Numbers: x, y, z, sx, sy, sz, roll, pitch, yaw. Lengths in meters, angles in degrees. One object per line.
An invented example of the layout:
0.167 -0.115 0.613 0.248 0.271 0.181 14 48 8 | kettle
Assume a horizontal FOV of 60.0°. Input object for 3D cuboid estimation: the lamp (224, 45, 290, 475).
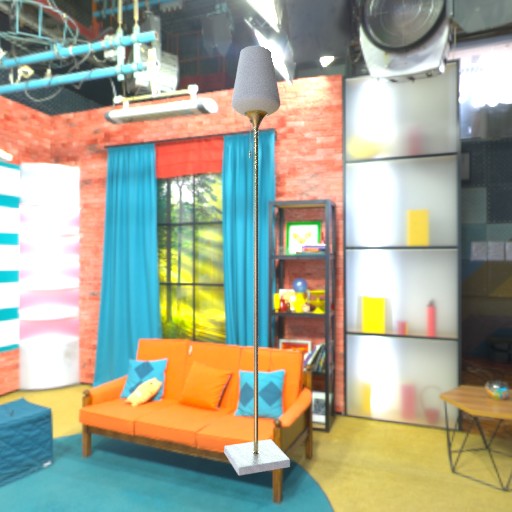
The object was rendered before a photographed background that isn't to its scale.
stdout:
0.000 0.000 1.977 0.232 1.813 0.229 0 0 -19 | lamp
